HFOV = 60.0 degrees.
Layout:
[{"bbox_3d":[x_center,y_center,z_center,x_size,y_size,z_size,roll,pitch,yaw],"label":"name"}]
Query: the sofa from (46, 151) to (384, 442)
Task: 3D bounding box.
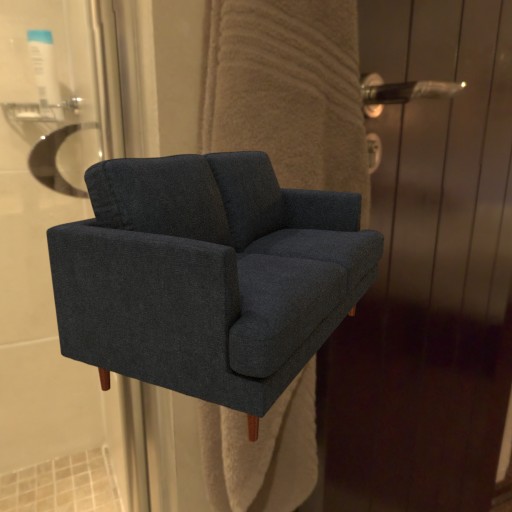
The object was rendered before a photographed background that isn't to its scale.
[{"bbox_3d":[0.000,0.000,2.098,0.903,0.944,1.582,8,17,26],"label":"sofa"}]
